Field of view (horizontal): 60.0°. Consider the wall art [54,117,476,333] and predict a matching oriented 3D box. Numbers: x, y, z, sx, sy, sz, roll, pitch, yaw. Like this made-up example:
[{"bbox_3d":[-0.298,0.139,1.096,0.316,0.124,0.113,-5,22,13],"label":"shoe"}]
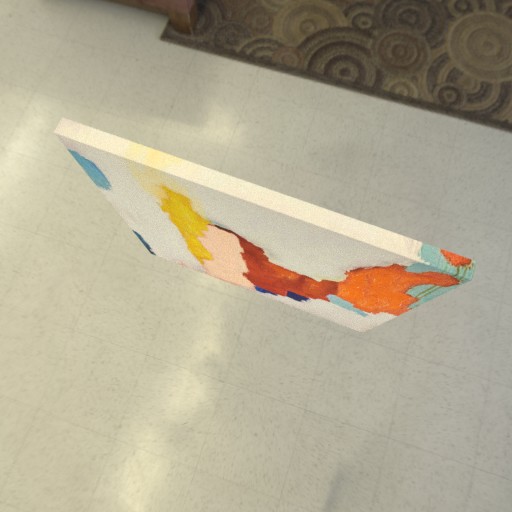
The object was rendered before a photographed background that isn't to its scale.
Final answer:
[{"bbox_3d":[0.000,0.000,1.201,0.814,0.814,0.037,20,75,6],"label":"wall art"}]
